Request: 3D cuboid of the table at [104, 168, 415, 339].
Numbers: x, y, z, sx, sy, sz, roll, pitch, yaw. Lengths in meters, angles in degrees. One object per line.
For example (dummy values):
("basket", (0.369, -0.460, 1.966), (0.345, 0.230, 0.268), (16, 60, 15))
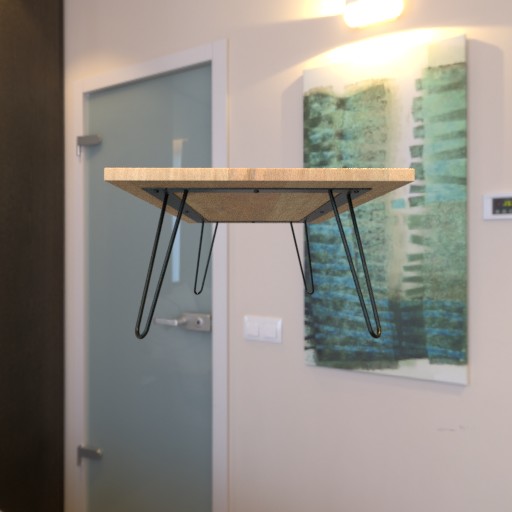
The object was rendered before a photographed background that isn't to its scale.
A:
("table", (0.000, 0.000, 1.670), (0.699, 0.400, 1.348), (0, 0, -1))
